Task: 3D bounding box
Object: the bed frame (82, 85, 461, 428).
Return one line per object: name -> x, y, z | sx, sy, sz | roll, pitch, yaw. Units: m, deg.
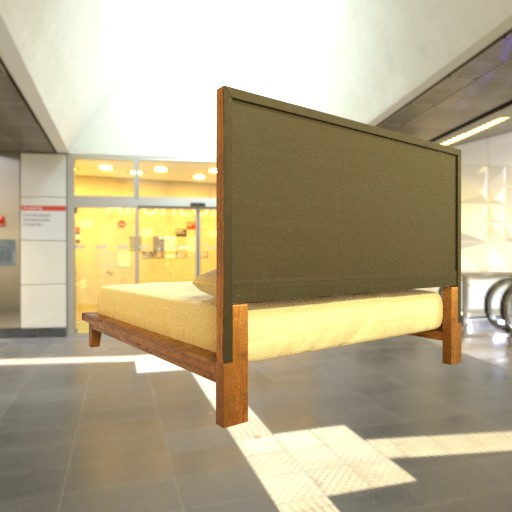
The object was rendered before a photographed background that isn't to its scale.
bed frame -> 0.000, 0.000, 3.488 | 2.038, 1.537, 2.235 | 0, 0, -37
